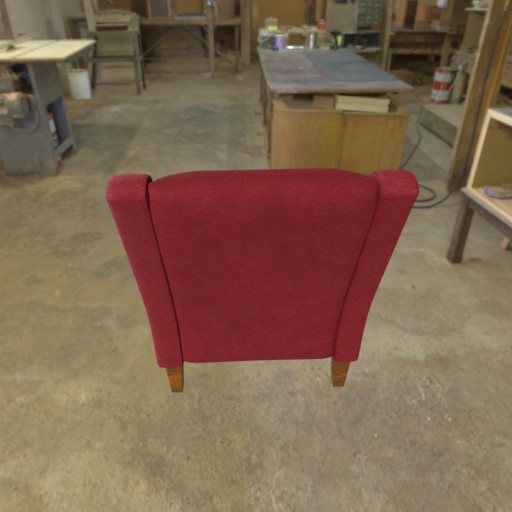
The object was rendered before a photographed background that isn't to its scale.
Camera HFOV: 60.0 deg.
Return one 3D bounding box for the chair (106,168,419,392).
[{"bbox_3d":[0.000,0.000,1.752,0.793,1.017,0.985,-1,31,-2],"label":"chair"}]
